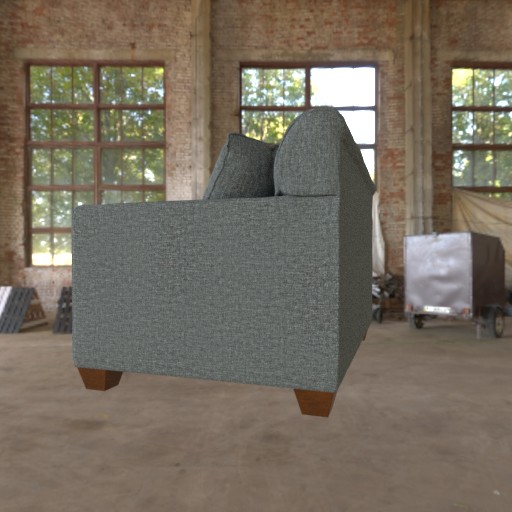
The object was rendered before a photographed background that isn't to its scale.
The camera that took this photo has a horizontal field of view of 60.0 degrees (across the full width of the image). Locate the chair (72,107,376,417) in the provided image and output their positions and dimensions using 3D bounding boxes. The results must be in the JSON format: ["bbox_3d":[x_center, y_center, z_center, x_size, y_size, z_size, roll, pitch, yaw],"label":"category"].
[{"bbox_3d":[0.000,0.000,2.064,1.000,0.948,1.383,0,0,19],"label":"chair"}]
